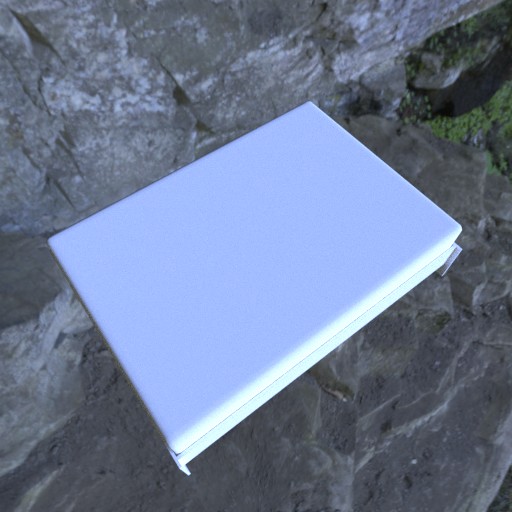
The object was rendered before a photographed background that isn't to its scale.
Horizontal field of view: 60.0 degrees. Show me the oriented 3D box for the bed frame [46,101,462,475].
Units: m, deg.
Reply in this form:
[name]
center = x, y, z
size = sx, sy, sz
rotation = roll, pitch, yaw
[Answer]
[bed frame]
center = 0.000, 0.000, 2.658
size = 1.945, 0.497, 1.445
rotation = -33, 64, -18
